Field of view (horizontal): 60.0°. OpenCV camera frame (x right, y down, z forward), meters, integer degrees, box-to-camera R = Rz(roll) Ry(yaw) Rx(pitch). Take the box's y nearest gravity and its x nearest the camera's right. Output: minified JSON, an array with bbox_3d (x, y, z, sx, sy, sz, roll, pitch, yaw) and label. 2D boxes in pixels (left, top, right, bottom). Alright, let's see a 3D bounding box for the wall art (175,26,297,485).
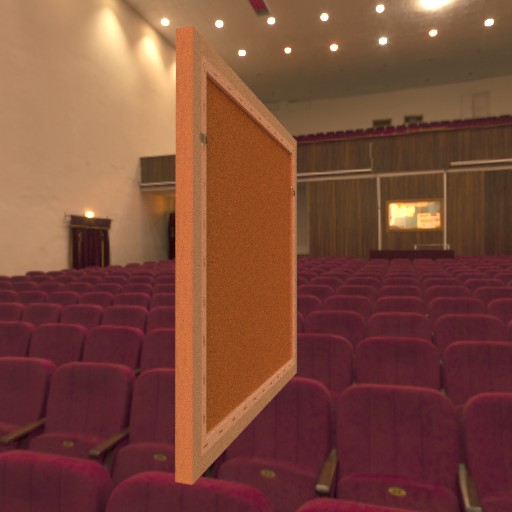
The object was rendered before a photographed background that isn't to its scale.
[{"bbox_3d":[0.000,0.000,1.469,0.045,1.016,1.016,0,0,18],"label":"wall art"}]
